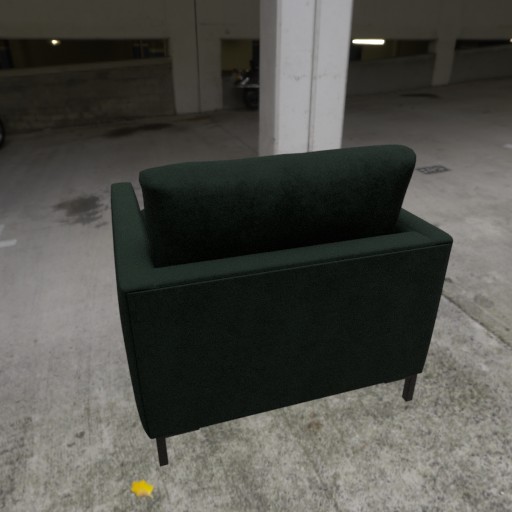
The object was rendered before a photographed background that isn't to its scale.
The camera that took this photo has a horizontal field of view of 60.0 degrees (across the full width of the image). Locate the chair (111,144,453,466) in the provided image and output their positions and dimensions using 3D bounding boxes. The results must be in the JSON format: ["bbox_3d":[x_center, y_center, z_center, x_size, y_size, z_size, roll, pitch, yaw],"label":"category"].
[{"bbox_3d":[0.000,0.000,1.594,0.963,0.861,0.866,-8,28,-16],"label":"chair"}]
